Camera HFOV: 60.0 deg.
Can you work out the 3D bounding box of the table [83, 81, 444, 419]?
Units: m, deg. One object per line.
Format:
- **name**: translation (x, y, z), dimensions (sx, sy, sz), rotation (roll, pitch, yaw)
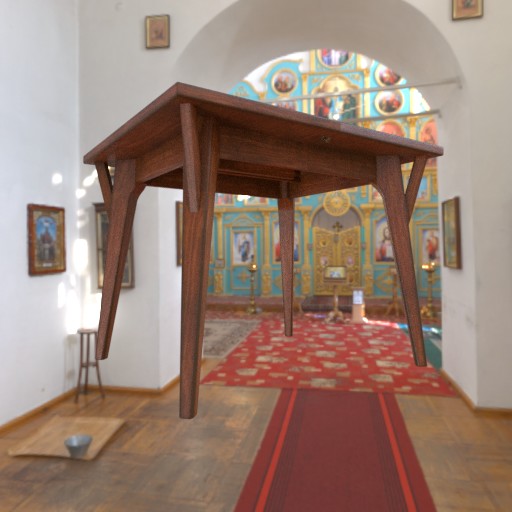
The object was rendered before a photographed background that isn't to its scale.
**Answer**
- **table**: translation (0.000, 0.000, 1.587), dimensions (0.991, 0.761, 0.838), rotation (0, -1, -34)
